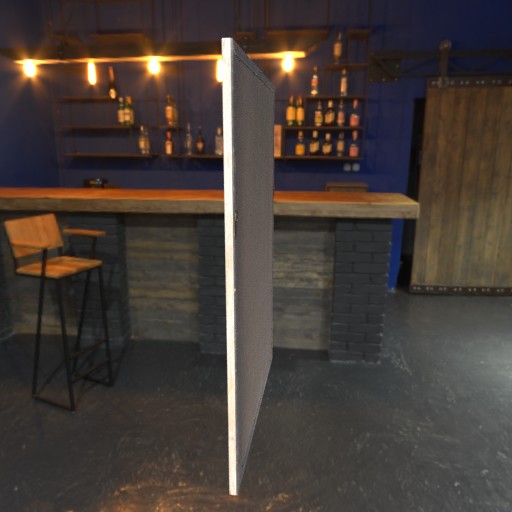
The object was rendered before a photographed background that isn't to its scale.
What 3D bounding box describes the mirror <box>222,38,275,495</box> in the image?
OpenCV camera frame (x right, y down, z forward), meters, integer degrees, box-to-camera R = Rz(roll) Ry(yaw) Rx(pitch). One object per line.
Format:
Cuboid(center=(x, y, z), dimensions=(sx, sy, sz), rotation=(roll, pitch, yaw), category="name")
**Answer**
Cuboid(center=(0.000, 0.000, 1.268), dimensions=(0.025, 0.996, 0.705), rotation=(2, 14, 8), category="mirror")
